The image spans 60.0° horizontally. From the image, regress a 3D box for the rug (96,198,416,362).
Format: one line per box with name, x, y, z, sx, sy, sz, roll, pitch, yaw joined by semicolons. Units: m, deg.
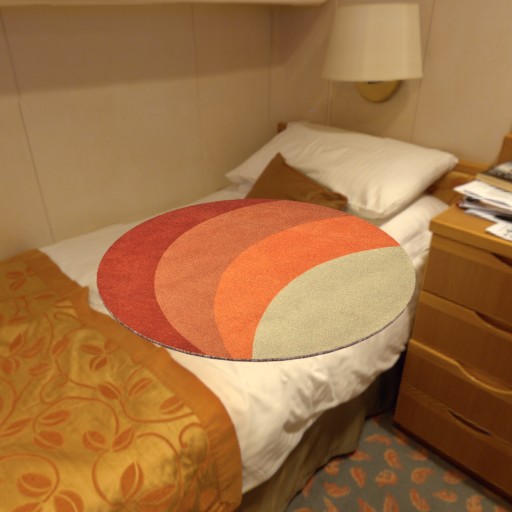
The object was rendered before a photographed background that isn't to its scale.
rug;0.000;0.000;2.203;1.514;0.015;1.514;0;29;0
